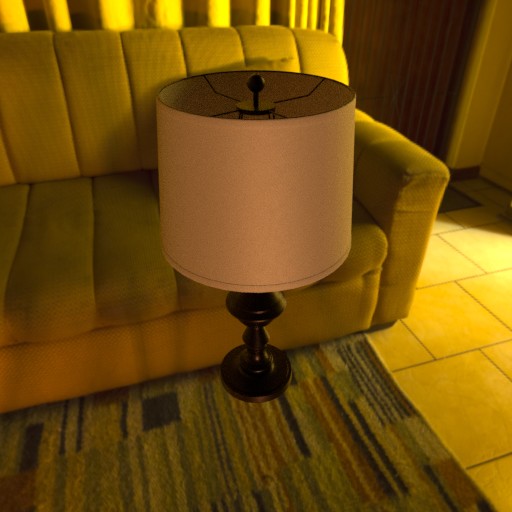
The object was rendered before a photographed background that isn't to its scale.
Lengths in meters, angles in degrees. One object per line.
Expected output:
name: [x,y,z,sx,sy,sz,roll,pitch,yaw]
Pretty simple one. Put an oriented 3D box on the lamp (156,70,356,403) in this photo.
lamp: [0.000,0.000,0.936,0.383,0.726,0.383,0,34,0]
